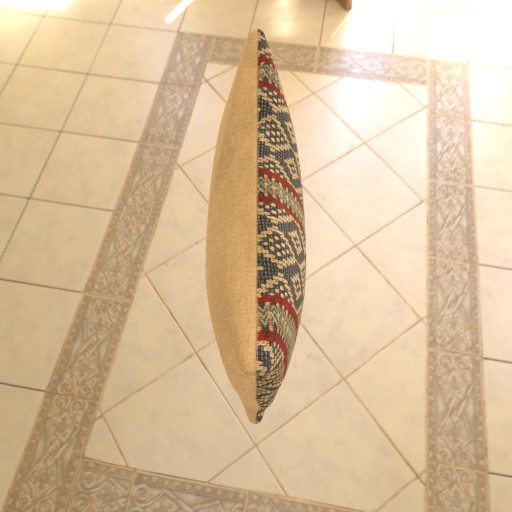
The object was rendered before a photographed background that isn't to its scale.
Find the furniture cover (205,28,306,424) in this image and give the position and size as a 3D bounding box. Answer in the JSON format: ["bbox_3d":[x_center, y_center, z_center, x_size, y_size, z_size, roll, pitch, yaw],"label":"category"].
[{"bbox_3d":[0.000,0.000,0.654,0.139,0.431,0.431,0,65,0],"label":"furniture cover"}]
